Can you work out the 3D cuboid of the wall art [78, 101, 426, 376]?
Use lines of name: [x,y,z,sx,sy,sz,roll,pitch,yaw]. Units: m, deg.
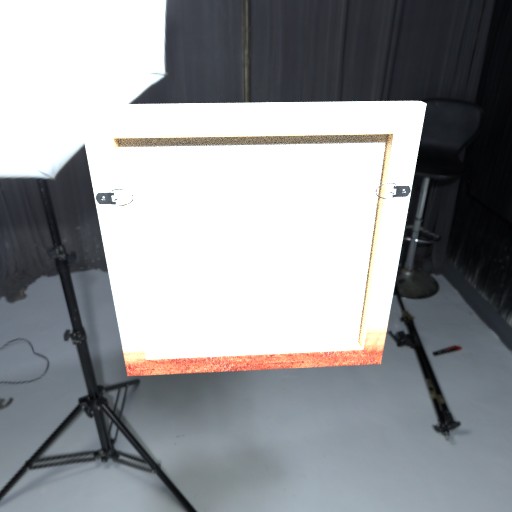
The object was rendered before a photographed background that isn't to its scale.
wall art: [0.000,0.000,1.158,0.760,0.760,0.042,-2,28,-3]
